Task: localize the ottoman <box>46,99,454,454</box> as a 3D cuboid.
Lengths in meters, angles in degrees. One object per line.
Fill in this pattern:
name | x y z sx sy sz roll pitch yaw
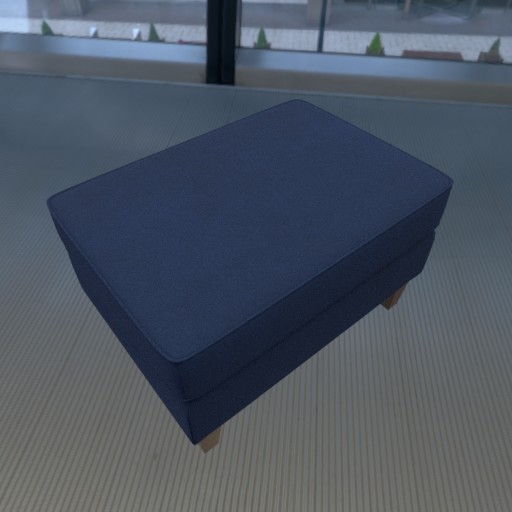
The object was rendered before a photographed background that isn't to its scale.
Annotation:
ottoman | 0.000 0.000 1.404 0.965 0.584 0.686 -30 53 -26
